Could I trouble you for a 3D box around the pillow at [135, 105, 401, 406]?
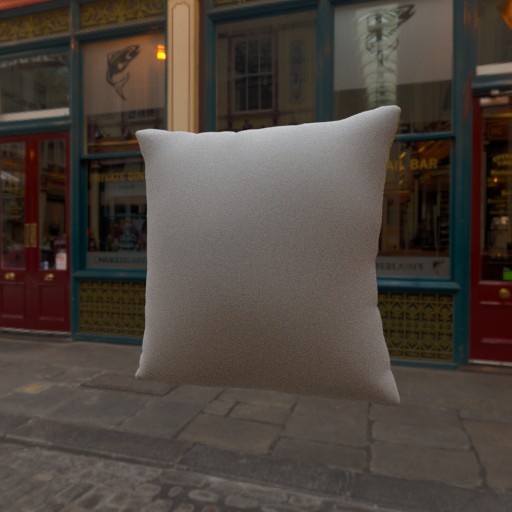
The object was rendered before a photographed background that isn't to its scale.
[{"bbox_3d":[0.000,0.000,0.725,0.450,0.450,0.211,0,0,17],"label":"pillow"}]
